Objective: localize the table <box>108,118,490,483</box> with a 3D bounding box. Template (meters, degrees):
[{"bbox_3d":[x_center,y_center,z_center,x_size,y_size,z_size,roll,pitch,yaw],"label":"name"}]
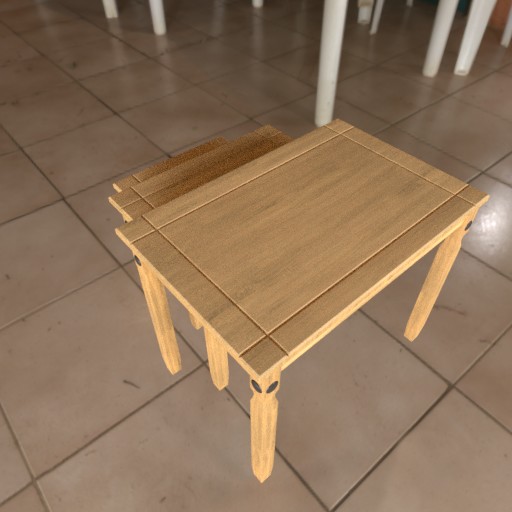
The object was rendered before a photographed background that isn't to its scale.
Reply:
[{"bbox_3d":[0.000,0.000,1.195,0.660,0.535,0.773,-32,54,-27],"label":"table"}]
